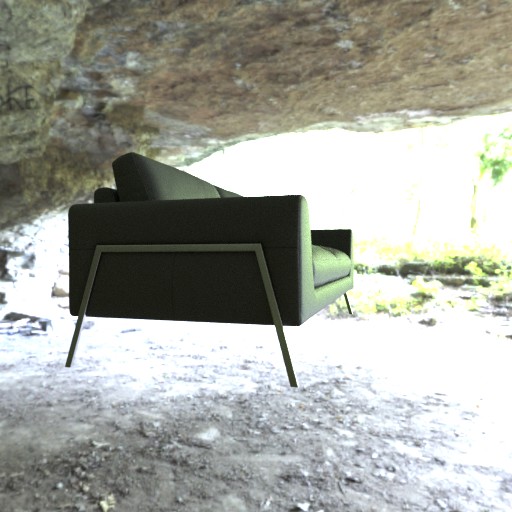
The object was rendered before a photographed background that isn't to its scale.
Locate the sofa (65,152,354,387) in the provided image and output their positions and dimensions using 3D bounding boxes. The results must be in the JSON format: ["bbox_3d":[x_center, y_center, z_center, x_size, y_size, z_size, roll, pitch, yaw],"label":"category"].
[{"bbox_3d":[0.000,0.000,2.549,0.953,0.875,2.017,0,0,17],"label":"sofa"}]
